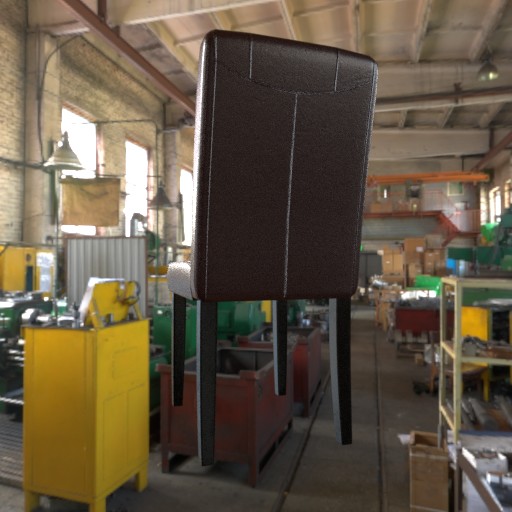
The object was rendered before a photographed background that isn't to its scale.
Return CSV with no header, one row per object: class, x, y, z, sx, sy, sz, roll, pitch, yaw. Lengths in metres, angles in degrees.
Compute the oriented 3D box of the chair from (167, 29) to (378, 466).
chair,0.000,0.000,1.171,0.399,0.897,0.556,0,-1,-19
